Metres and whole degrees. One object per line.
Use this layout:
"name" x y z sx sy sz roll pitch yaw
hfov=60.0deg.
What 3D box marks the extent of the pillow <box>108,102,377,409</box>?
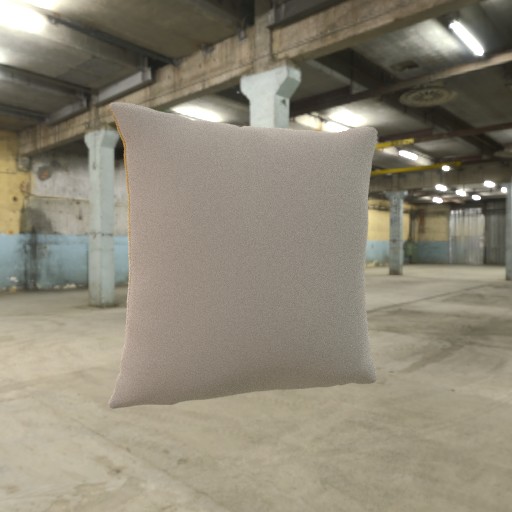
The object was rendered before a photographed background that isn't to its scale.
"pillow" 0.000 0.000 0.711 0.450 0.450 0.211 0 0 -19
